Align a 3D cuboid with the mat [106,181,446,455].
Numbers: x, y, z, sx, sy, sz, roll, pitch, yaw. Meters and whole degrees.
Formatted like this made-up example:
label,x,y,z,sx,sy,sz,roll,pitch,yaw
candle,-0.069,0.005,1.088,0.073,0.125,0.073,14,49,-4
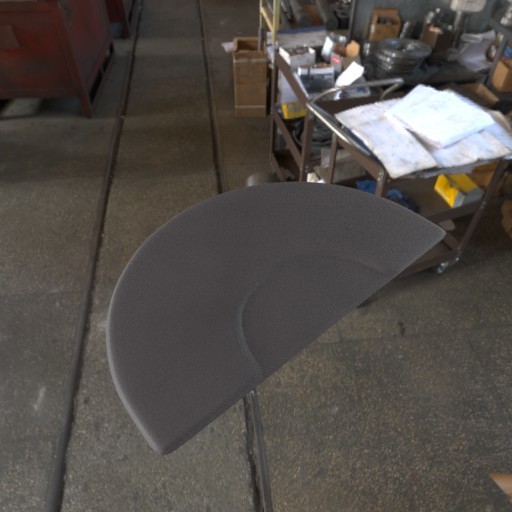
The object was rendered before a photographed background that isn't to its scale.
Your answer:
label,x,y,z,sx,sy,sz,roll,pitch,yaw
mat,0.000,0.000,1.894,1.525,0.022,0.917,-32,54,-27
